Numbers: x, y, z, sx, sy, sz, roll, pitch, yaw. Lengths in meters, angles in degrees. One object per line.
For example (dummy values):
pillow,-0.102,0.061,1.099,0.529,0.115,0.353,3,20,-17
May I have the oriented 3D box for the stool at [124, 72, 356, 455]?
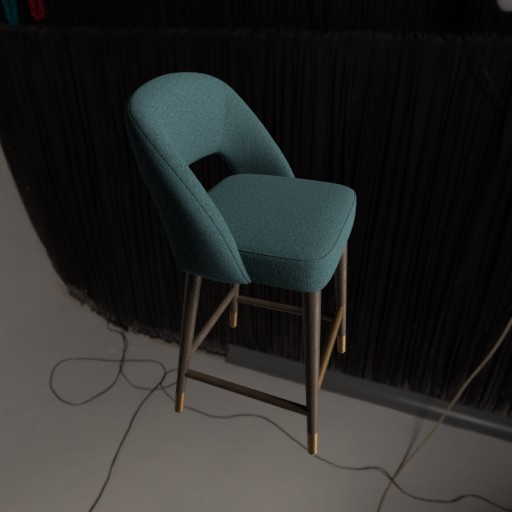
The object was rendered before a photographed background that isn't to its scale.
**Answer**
stool,0.000,0.000,1.259,0.522,0.939,0.536,10,32,17
